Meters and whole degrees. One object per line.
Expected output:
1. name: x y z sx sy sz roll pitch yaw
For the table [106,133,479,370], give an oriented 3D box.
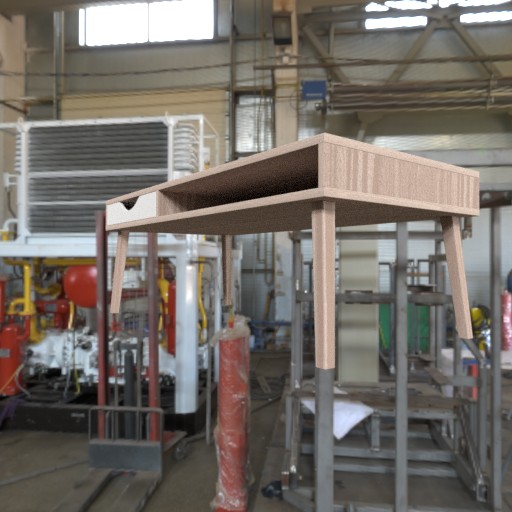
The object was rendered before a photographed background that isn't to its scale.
1. table: 0.000 0.000 1.487 0.600 0.450 1.200 0 -1 -38
